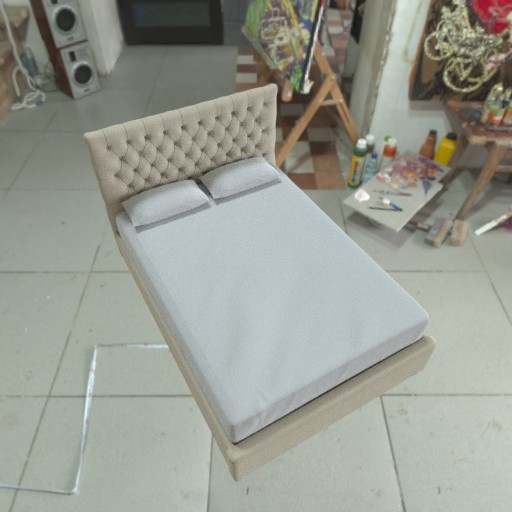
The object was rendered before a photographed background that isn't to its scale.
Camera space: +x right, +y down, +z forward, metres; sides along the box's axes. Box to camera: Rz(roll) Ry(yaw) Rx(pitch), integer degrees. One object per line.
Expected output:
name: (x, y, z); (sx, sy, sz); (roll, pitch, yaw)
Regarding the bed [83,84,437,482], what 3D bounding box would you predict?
bed: (0.000, 0.000, 3.422); (1.698, 1.427, 2.387); (-22, 50, -20)
